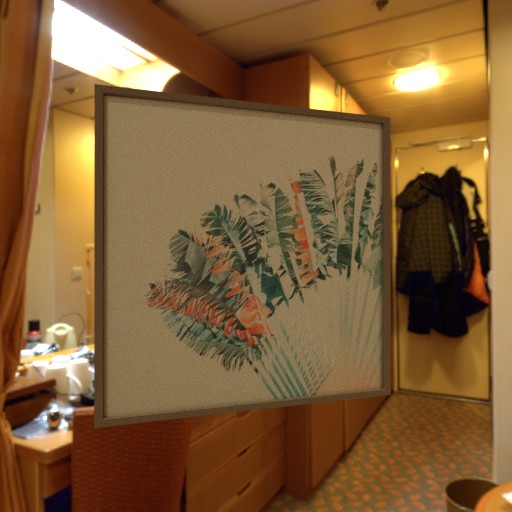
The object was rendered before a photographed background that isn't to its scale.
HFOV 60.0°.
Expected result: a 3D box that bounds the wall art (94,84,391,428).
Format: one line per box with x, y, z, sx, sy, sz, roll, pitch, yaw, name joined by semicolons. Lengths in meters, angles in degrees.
0.000;0.000;1.113;0.761;0.758;0.038;0;0;-18;wall art
